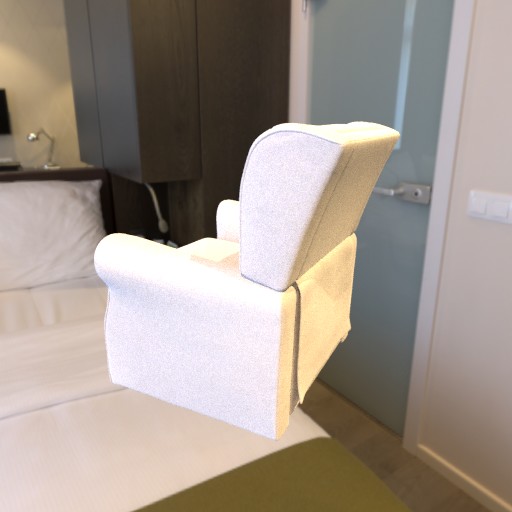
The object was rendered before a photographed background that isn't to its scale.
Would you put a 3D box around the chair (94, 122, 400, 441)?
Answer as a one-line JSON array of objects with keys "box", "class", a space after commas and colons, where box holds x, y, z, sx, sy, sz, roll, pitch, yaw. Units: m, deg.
[{"box": [0.000, 0.000, 1.672, 0.854, 0.967, 0.906, 8, 19, 25], "class": "chair"}]
